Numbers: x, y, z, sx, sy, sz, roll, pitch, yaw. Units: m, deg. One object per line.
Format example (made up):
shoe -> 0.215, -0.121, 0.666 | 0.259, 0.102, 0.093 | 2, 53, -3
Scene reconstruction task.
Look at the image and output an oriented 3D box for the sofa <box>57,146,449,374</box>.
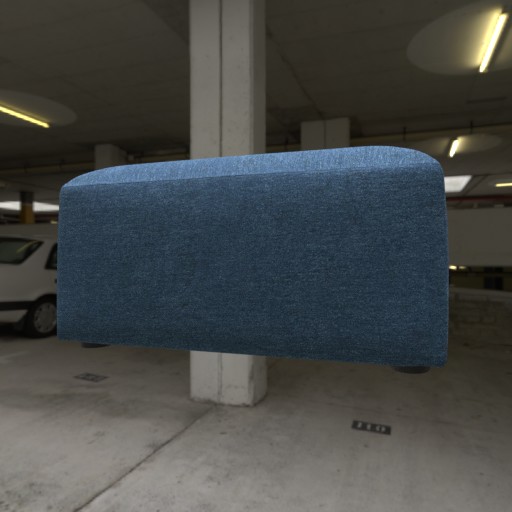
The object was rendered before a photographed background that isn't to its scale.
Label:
sofa -> 0.000, 0.000, 1.204 | 0.930, 0.470, 0.480 | 0, 0, 19
